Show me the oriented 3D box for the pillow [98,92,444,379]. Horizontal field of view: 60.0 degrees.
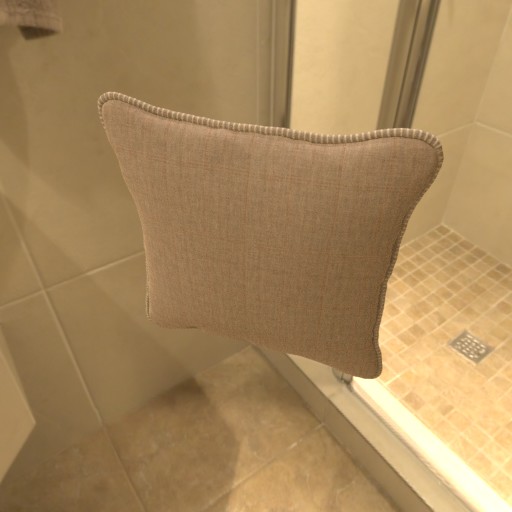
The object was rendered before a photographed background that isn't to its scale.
[{"bbox_3d":[0.000,0.000,0.734,0.485,0.494,0.124,11,41,13],"label":"pillow"}]
